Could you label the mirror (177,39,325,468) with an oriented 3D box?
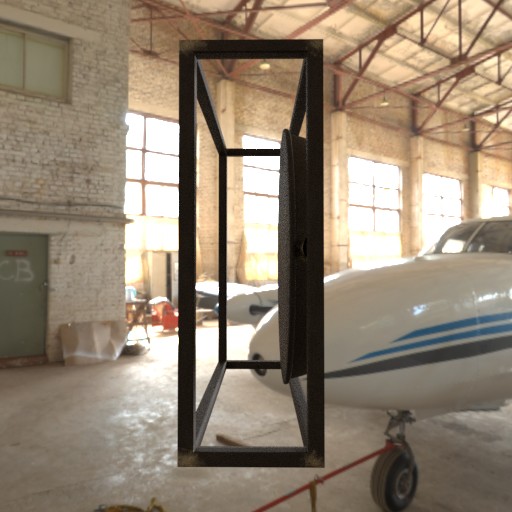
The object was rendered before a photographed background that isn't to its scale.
[{"bbox_3d":[0.000,0.000,0.466,0.107,0.303,0.306,0,-1,1],"label":"mirror"}]
